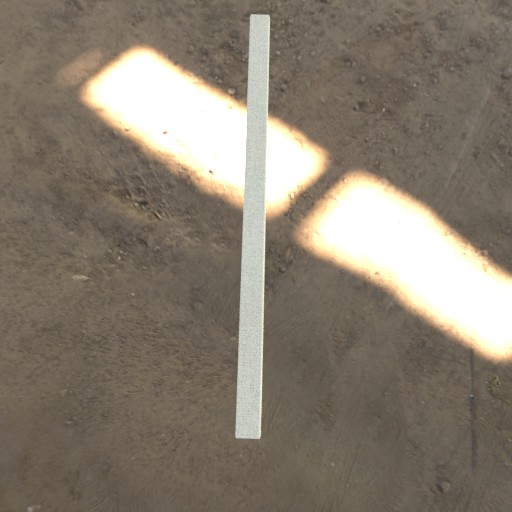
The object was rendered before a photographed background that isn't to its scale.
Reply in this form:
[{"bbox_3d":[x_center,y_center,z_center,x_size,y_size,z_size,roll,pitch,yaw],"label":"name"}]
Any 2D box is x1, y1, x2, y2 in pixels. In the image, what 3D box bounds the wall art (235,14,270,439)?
[{"bbox_3d":[0.000,0.000,0.598,0.023,0.405,0.405,1,75,0],"label":"wall art"}]
